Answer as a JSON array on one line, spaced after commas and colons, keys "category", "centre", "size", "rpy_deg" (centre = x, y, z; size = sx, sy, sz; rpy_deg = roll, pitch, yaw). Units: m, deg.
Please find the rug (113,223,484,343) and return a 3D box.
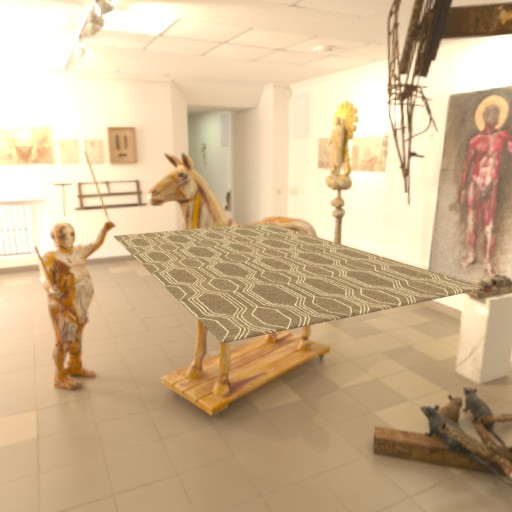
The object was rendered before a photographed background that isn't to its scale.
[{"category": "rug", "centre": [0.000, 0.000, 3.133], "size": [1.541, 0.012, 2.457], "rpy_deg": [-7, 15, -26]}]
